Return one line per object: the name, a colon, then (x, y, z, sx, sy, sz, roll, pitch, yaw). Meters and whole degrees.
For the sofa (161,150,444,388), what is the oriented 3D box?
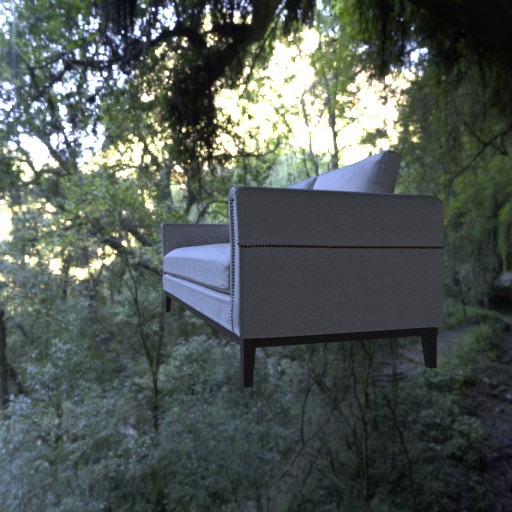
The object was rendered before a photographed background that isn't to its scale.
sofa: (0.000, 0.000, 2.692, 0.902, 0.911, 2.198, 0, 0, -19)
